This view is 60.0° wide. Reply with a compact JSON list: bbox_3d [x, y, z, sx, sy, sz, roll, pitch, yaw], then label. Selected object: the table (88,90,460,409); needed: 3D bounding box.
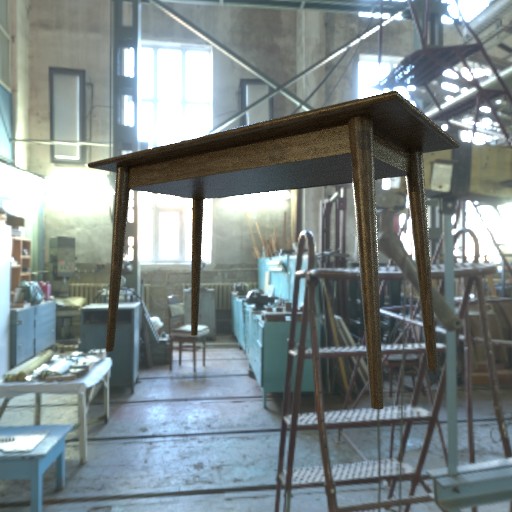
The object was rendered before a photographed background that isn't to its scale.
[{"bbox_3d":[0.000,0.000,1.674,1.300,0.780,0.599,0,-1,38],"label":"table"}]
